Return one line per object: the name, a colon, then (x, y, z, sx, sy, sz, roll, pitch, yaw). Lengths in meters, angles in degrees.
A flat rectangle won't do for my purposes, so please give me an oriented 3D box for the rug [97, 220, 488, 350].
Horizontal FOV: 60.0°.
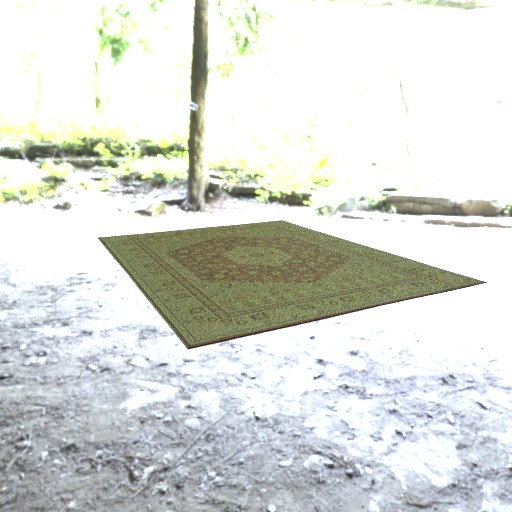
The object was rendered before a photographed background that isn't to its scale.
rug: (0.000, 0.000, 4.134, 2.387, 0.013, 3.053, -8, 16, -27)
